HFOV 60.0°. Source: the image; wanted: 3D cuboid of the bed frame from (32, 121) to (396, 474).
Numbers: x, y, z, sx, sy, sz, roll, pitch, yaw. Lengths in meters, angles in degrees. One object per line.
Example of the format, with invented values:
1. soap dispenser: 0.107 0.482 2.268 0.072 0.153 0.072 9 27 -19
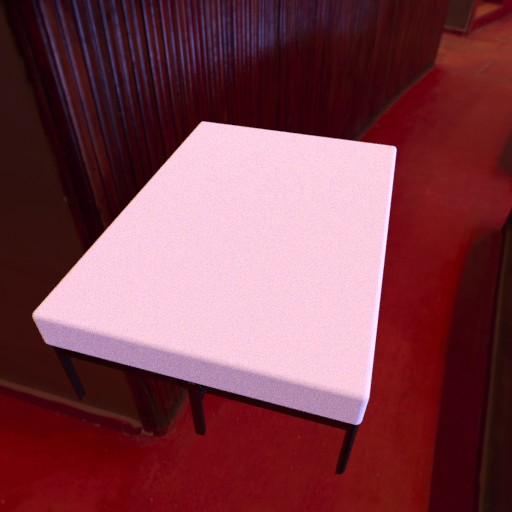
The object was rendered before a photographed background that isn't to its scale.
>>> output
1. bed frame: 0.000 0.000 2.619 1.408 0.659 1.956 11 43 12
